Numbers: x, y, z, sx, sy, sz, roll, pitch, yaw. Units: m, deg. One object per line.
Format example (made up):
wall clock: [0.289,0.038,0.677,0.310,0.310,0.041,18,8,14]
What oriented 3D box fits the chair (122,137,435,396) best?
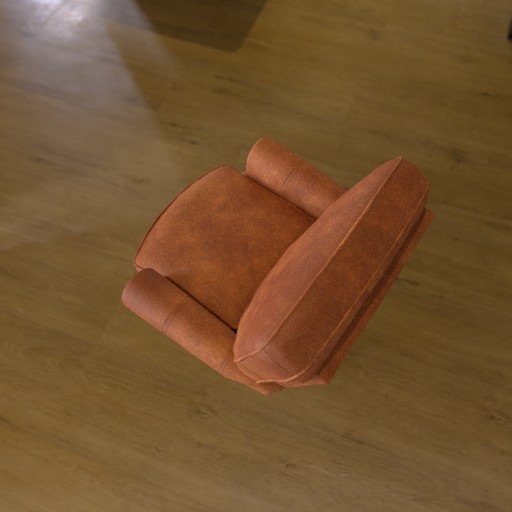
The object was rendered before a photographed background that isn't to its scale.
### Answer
chair: [0.000,0.000,1.780,0.986,1.018,0.936,33,69,15]
